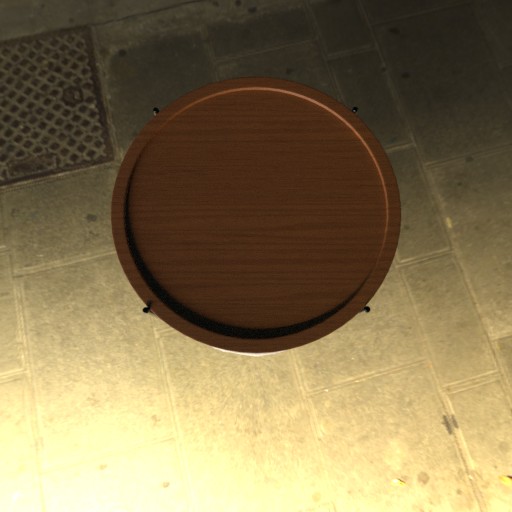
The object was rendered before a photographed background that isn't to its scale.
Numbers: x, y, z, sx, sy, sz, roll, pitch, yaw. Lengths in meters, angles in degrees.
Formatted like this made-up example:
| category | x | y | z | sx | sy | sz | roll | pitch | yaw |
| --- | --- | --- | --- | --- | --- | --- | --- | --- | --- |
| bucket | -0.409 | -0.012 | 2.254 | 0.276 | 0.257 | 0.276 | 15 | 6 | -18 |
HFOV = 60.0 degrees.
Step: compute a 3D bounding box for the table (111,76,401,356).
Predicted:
| category | x | y | z | sx | sy | sz | roll | pitch | yaw |
| --- | --- | --- | --- | --- | --- | --- | --- | --- | --- |
| table | 0.000 | 0.000 | 0.891 | 0.393 | 0.623 | 0.393 | 0 | 77 | 0 |
